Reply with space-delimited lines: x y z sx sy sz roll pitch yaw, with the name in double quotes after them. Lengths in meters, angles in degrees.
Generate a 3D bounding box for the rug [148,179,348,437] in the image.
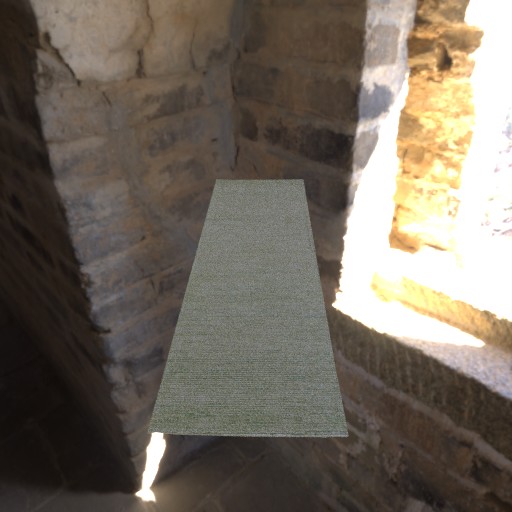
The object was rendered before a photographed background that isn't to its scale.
0.000 0.000 2.498 0.686 0.013 2.340 1 31 1 "rug"
